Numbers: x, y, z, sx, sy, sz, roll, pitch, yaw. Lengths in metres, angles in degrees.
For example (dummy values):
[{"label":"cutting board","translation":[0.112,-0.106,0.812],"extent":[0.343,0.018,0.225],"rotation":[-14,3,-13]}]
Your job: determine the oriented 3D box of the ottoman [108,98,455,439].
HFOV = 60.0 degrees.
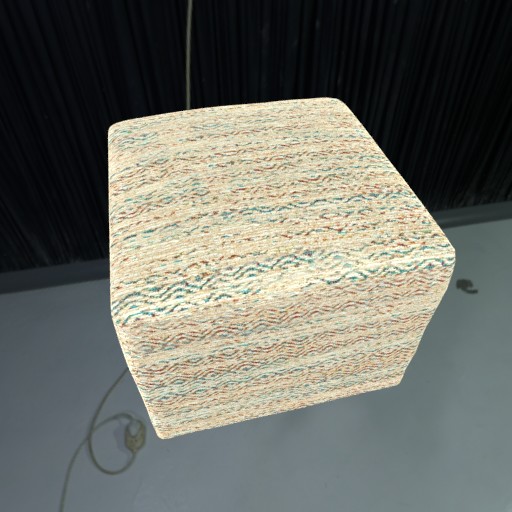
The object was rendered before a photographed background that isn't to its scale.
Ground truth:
[{"label":"ottoman","translation":[0.000,0.000,0.915],"extent":[0.512,0.453,0.521],"rotation":[-10,47,-9]}]
